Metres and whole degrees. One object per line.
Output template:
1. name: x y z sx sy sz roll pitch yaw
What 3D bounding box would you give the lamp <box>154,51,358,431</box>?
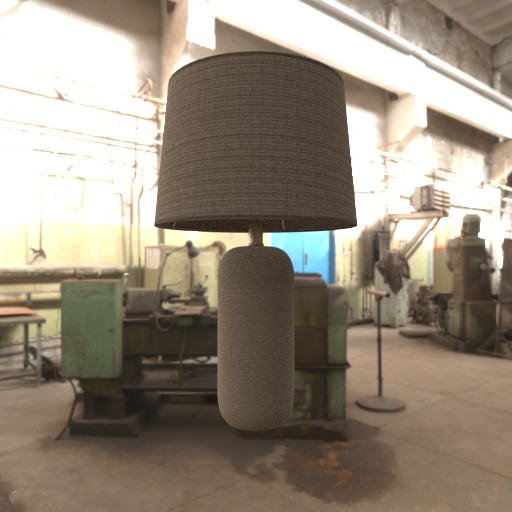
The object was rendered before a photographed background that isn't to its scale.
1. lamp: 0.000 0.000 0.818 0.367 0.609 0.367 0 0 0
